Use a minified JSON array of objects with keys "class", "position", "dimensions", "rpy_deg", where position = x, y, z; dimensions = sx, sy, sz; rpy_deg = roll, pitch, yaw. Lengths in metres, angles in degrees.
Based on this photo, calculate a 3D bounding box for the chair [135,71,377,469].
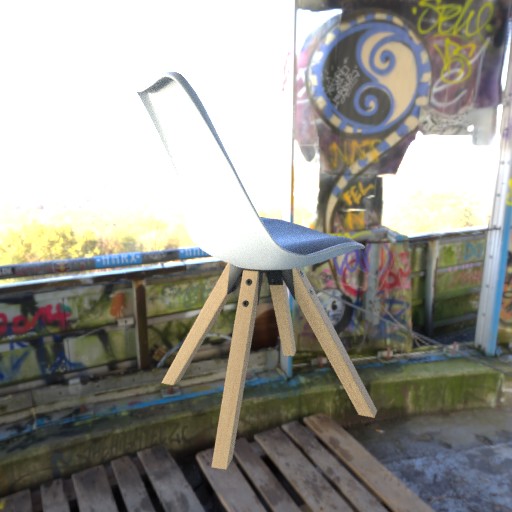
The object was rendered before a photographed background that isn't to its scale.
[{"class":"chair","position":[0.000,0.000,1.175],"dimensions":[0.550,0.850,0.485],"rpy_deg":[-7,15,-26]}]
